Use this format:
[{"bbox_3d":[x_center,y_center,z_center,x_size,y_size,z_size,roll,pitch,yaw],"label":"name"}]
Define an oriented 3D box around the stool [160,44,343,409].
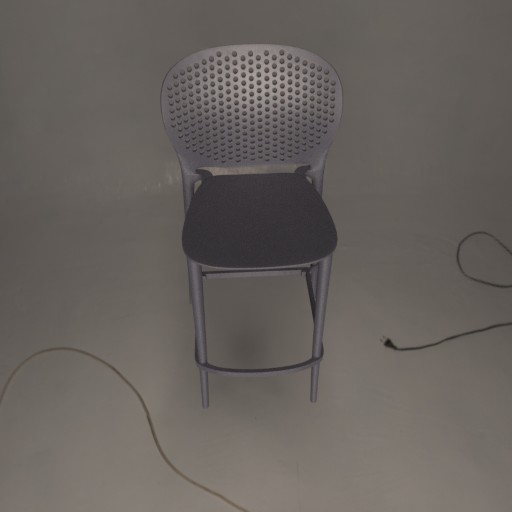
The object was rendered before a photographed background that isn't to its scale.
[{"bbox_3d":[0.000,0.000,1.349,0.536,1.045,0.535,-2,48,-2],"label":"stool"}]
